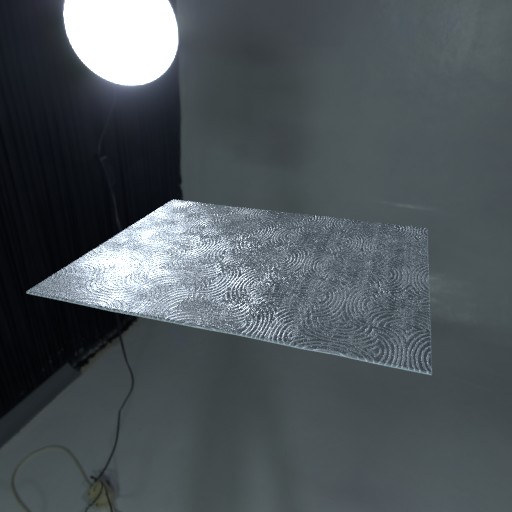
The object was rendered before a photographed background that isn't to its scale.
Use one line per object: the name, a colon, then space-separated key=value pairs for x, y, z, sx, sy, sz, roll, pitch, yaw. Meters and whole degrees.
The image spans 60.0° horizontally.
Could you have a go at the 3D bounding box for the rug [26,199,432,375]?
rug: x=0.000 y=0.000 z=4.132 sx=3.042 sy=0.021 sz=2.456 roll=8 pitch=27 yaw=17
